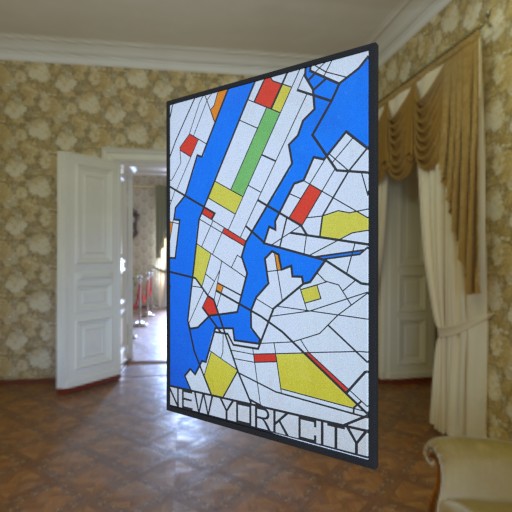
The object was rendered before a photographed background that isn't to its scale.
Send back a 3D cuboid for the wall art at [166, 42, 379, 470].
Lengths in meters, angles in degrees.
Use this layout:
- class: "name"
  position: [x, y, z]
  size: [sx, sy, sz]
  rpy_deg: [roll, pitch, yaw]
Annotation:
- class: "wall art"
  position: [0.000, 0.000, 0.821]
  size: [0.460, 0.660, 0.013]
  rpy_deg: [0, 0, 35]
